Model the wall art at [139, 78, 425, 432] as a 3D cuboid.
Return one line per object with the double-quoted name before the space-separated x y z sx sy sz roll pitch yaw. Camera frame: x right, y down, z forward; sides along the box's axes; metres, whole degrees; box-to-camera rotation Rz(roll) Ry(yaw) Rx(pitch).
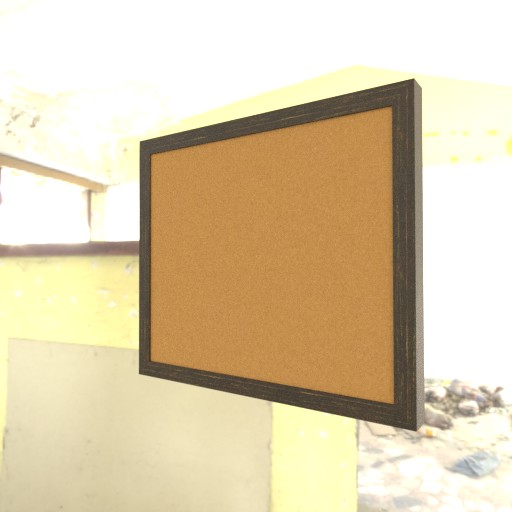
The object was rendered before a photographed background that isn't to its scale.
"wall art" 0.000 0.000 0.534 0.381 0.330 0.031 -1 -1 34
